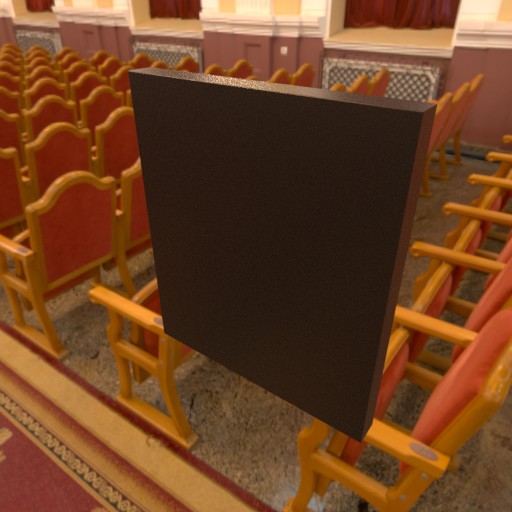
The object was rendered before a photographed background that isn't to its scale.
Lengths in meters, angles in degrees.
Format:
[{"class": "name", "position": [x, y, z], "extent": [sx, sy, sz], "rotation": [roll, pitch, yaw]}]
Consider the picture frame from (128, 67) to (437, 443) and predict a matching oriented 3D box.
[{"class": "picture frame", "position": [0.000, 0.000, 0.516], "extent": [0.328, 0.378, 0.034], "rotation": [21, 37, 31]}]
